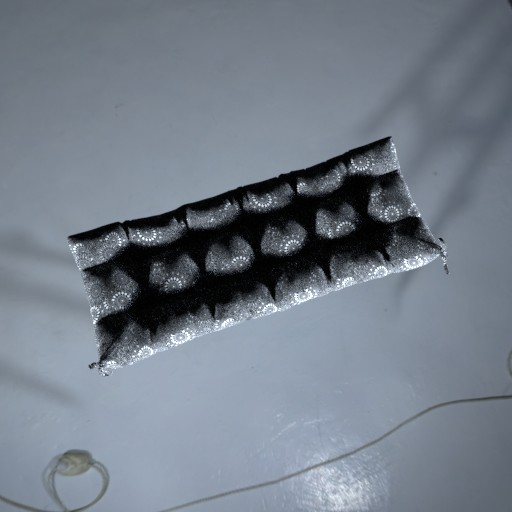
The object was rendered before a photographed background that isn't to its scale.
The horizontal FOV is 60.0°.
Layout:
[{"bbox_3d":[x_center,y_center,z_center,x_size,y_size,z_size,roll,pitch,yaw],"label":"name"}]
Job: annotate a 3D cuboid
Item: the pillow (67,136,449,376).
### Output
[{"bbox_3d":[0.000,0.000,1.419,1.194,0.174,0.511,-18,76,-5],"label":"pillow"}]
